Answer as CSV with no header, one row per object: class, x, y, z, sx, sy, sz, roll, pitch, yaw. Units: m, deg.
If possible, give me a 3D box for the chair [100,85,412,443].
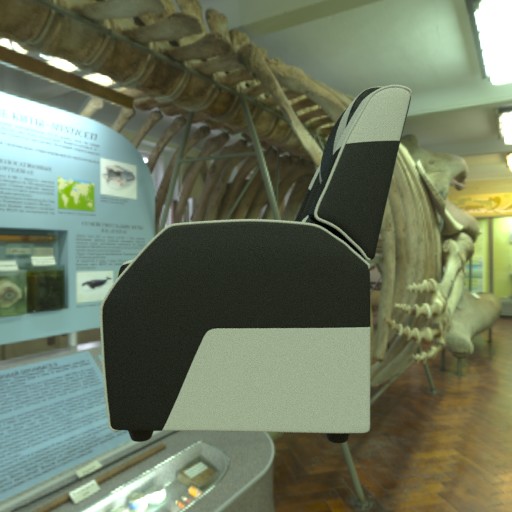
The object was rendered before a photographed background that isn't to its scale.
chair,0.000,0.000,1.240,0.672,0.805,0.620,0,1,1
